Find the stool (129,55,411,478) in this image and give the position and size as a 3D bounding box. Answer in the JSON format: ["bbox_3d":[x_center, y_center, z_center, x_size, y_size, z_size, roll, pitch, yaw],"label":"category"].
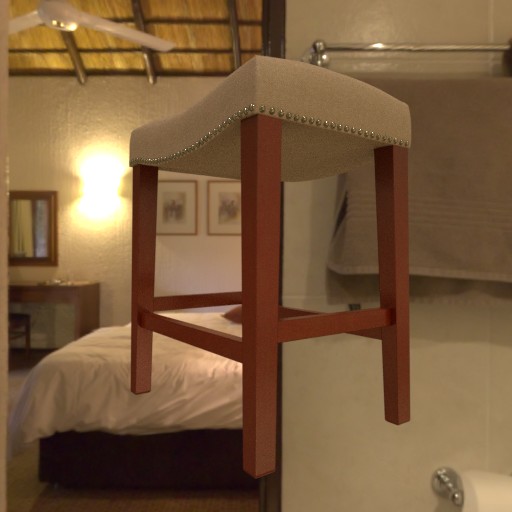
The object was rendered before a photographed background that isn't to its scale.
[{"bbox_3d":[0.000,0.000,0.936,0.375,0.632,0.509,0,1,-36],"label":"stool"}]
